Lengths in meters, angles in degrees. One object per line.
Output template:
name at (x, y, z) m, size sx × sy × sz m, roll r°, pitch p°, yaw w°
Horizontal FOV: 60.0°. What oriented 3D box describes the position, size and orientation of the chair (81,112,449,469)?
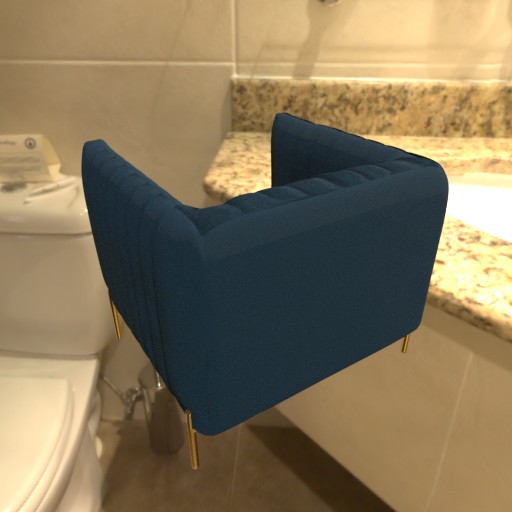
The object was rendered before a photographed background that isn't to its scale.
chair at (0.000, 0.000, 1.586) m, size 0.947 × 0.793 × 0.877 m, roll -18°, pitch 34°, yaw -28°
